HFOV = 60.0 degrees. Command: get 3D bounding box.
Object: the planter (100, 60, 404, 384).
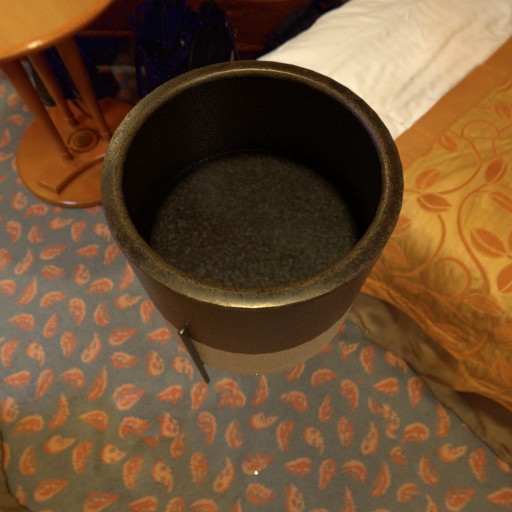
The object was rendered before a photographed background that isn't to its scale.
[{"bbox_3d":[0.000,0.000,0.708,0.354,0.465,0.345,0,64,0],"label":"planter"}]
